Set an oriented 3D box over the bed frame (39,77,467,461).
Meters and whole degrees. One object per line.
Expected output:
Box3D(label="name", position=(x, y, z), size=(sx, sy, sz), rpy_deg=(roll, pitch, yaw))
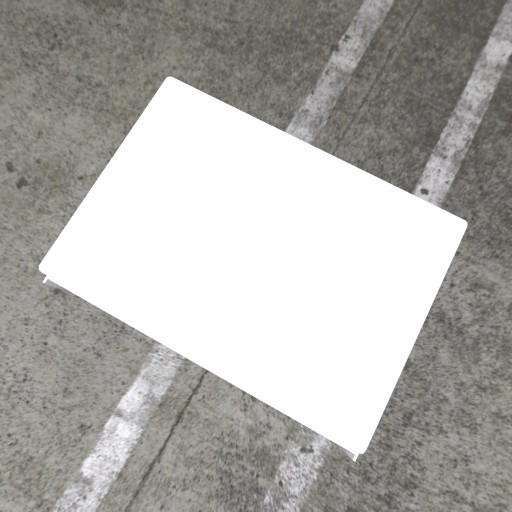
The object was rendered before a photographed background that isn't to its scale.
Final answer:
Box3D(label="bed frame", position=(0.000, 0.000, 2.599), size=(1.945, 0.497, 1.445), rpy_deg=(28, 78, 7))
